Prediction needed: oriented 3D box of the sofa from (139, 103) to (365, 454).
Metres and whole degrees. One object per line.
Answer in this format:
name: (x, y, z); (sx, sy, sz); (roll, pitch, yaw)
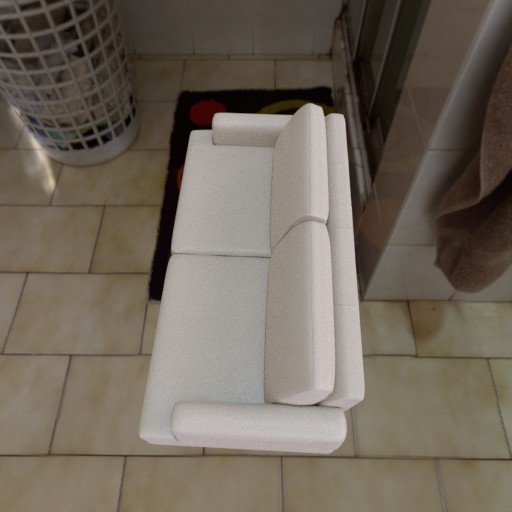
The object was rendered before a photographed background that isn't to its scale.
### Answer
sofa: (0.000, 0.000, 2.447); (0.974, 0.765, 1.940); (2, 60, 1)
